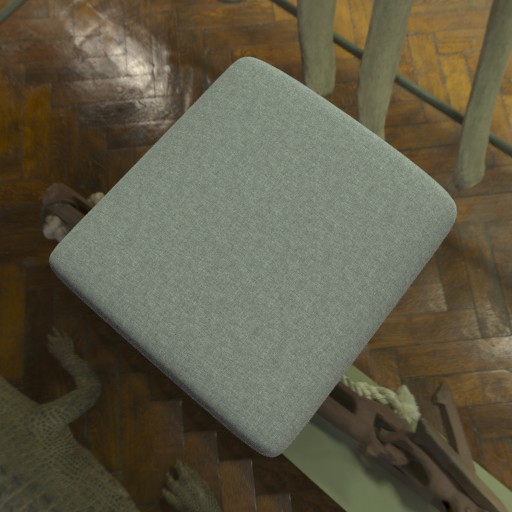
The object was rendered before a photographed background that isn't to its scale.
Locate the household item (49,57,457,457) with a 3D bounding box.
[{"bbox_3d":[0.000,0.000,0.873,0.530,0.410,0.530,39,79,9],"label":"household item"}]
